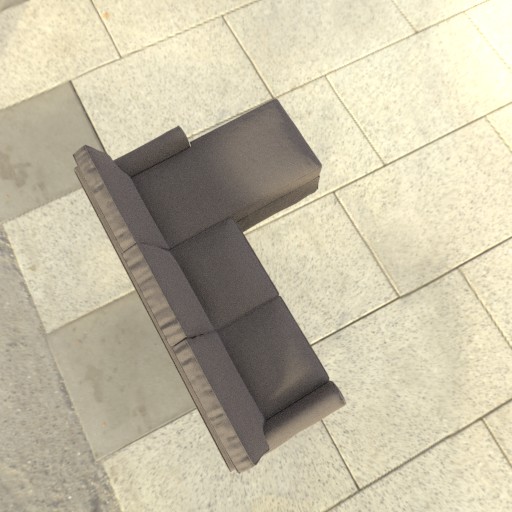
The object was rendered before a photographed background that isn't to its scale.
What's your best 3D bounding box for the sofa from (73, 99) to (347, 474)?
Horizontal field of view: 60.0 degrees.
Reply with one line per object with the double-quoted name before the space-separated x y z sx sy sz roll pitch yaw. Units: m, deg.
"sofa" 0.000 0.000 3.370 1.733 0.978 2.475 -29 77 -7
